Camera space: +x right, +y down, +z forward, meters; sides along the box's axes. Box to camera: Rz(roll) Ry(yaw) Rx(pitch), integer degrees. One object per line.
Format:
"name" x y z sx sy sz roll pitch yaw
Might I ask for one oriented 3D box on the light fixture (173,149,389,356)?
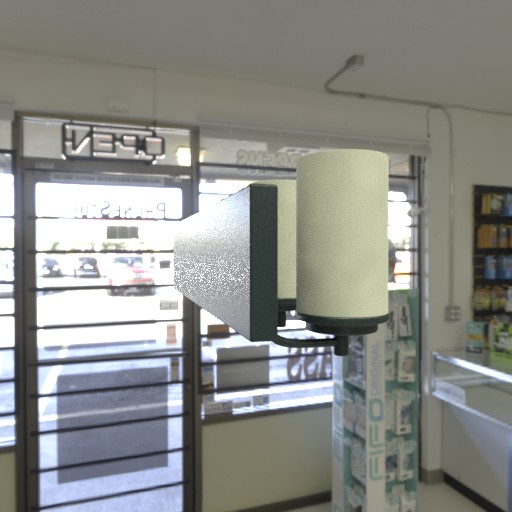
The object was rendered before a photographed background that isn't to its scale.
"light fixture" 0.000 0.000 0.529 0.145 0.172 0.451 0 1 -17
